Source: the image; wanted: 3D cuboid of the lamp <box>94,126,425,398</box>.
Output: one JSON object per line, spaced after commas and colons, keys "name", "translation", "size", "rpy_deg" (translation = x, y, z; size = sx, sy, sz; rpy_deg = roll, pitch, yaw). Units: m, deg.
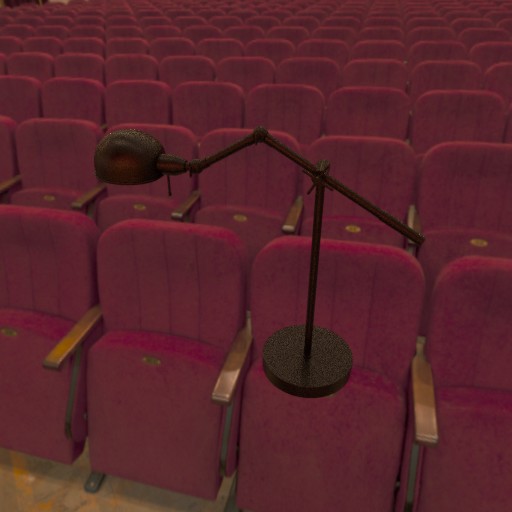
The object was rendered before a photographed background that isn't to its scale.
{"name": "lamp", "translation": [0.000, 0.000, 0.829], "size": [0.567, 0.495, 0.185], "rpy_deg": [8, 32, 12]}
